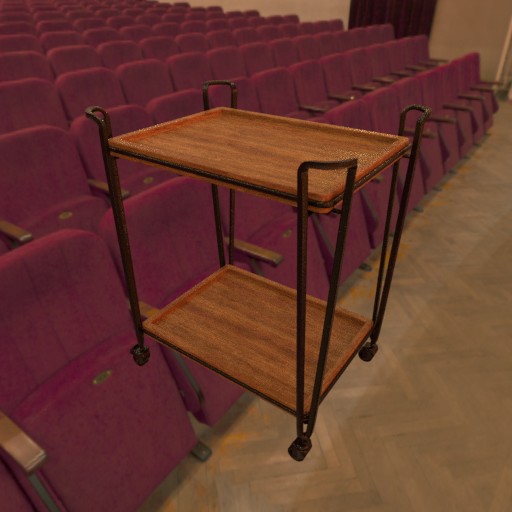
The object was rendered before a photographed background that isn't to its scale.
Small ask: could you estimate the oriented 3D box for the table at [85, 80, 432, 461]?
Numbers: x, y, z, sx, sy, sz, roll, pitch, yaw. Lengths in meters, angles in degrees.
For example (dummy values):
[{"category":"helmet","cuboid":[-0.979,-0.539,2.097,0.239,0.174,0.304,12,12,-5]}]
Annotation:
[{"category":"table","cuboid":[0.000,0.000,1.210,0.672,0.785,0.505,20,36,30]}]
